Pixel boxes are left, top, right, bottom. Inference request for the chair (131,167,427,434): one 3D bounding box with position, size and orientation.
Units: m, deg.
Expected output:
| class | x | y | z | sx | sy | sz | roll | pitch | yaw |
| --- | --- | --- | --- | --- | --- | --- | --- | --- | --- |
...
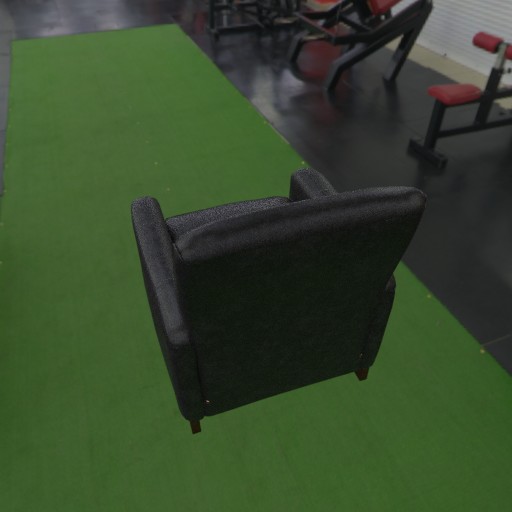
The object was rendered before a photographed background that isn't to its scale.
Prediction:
| class | x | y | z | sx | sy | sz | roll | pitch | yaw |
| --- | --- | --- | --- | --- | --- | --- | --- | --- | --- |
| chair | 0.000 | 0.000 | 1.683 | 0.848 | 1.014 | 0.864 | -13 | 43 | -14 |
